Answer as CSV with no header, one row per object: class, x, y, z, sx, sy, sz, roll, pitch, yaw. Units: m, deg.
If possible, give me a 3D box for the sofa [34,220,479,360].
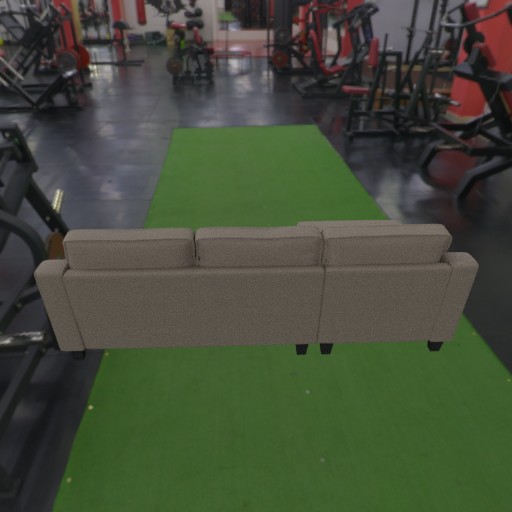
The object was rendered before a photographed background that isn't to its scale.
sofa,0.000,0.000,3.228,2.561,0.928,1.294,-1,30,-2
